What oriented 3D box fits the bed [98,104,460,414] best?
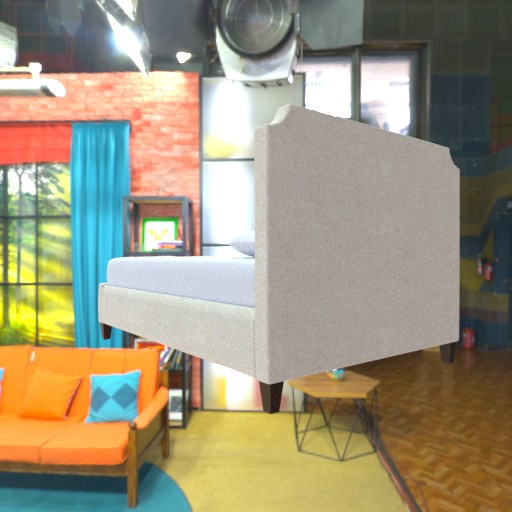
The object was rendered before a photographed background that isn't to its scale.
[{"bbox_3d":[0.000,0.000,3.465,1.713,1.457,2.381,0,0,-38],"label":"bed"}]
